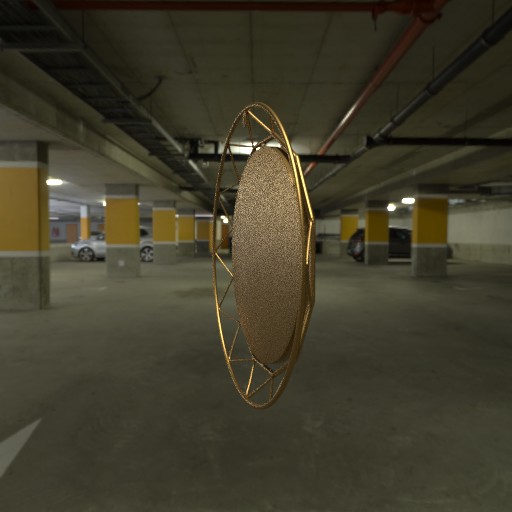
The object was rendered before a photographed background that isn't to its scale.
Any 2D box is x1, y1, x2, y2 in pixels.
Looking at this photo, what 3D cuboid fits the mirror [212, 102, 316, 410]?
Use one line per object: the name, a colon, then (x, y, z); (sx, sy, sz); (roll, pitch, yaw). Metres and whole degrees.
mirror: (0.000, 0.000, 0.694); (0.043, 0.454, 0.454); (-1, 3, -18)
